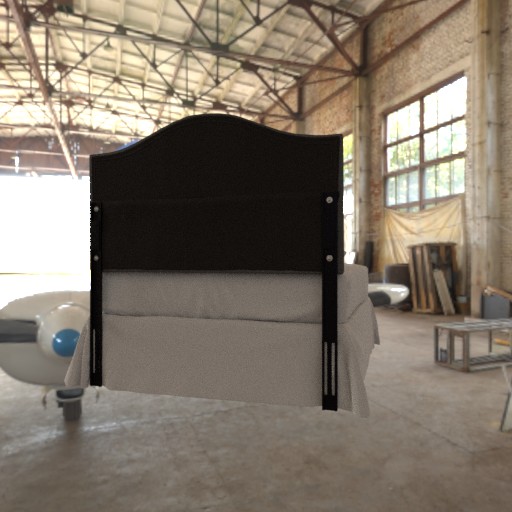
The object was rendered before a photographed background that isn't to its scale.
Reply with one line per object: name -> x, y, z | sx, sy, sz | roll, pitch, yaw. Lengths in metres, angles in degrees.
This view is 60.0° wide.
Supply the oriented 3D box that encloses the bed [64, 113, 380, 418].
bed -> 0.000, 0.000, 3.530 | 1.876, 1.645, 2.221 | 0, 0, 18
